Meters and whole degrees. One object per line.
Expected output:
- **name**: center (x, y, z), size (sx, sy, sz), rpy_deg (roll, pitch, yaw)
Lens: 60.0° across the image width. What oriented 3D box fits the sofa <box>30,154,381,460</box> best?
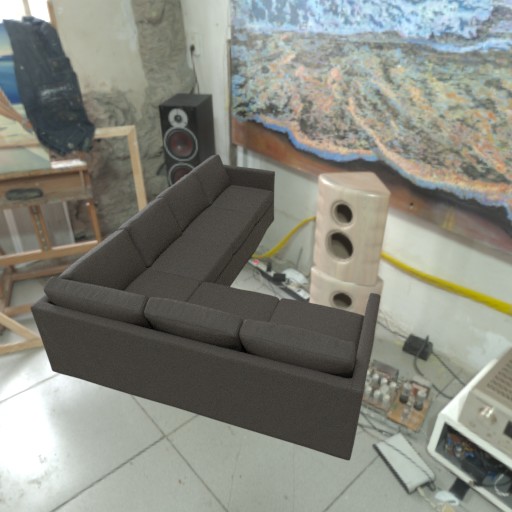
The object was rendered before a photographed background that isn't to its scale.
- **sofa**: center (0.000, 0.000, 4.294), size (2.432, 0.871, 3.182), rpy_deg (10, 34, 16)
